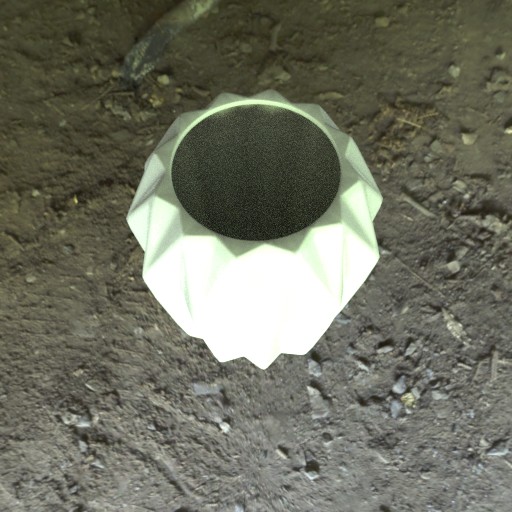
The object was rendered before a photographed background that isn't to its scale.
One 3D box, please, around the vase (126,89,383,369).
[{"bbox_3d":[0.000,0.000,0.409,0.195,0.275,0.195,0,65,0],"label":"vase"}]
